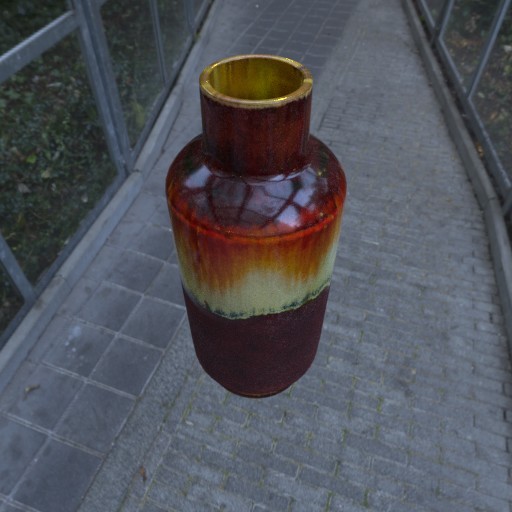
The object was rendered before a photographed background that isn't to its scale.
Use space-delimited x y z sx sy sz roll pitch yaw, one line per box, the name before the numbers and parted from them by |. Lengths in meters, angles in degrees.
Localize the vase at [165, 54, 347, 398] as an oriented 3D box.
vase | 0.000 0.000 0.317 0.111 0.261 0.111 0 46 0
